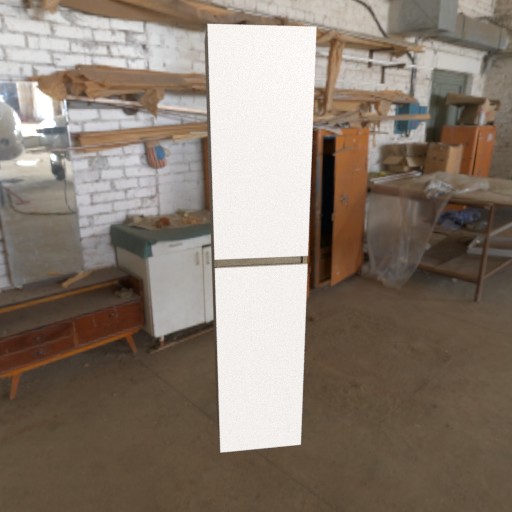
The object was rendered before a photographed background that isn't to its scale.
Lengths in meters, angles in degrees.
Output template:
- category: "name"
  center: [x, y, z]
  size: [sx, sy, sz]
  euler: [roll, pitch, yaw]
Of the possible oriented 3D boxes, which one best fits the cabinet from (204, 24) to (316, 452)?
- category: "cabinet"
  center: [0.000, 0.000, 1.542]
  size: [0.300, 1.400, 0.270]
  euler: [-2, 18, -7]
